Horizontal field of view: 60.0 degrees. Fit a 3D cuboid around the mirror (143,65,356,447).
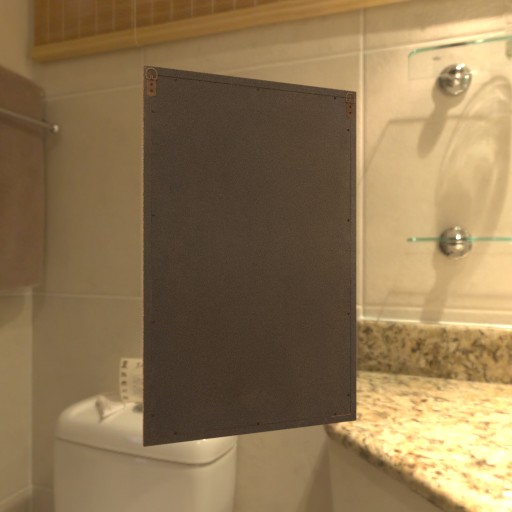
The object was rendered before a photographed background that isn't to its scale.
[{"bbox_3d":[0.000,0.000,0.999,0.495,0.787,0.058,0,0,-17],"label":"mirror"}]
